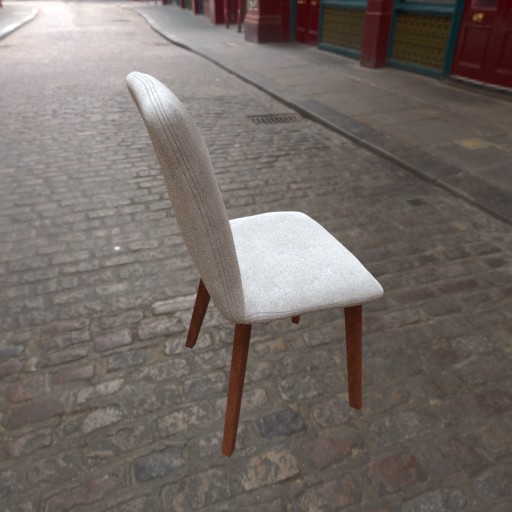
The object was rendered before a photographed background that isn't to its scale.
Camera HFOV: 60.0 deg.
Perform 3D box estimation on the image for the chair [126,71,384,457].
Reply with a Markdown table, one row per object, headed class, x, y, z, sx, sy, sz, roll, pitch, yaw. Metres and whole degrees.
| class | x | y | z | sx | sy | sz | roll | pitch | yaw |
| --- | --- | --- | --- | --- | --- | --- | --- | --- | --- |
| chair | 0.000 | 0.000 | 1.271 | 0.563 | 0.974 | 0.522 | -11 | 33 | -17 |
